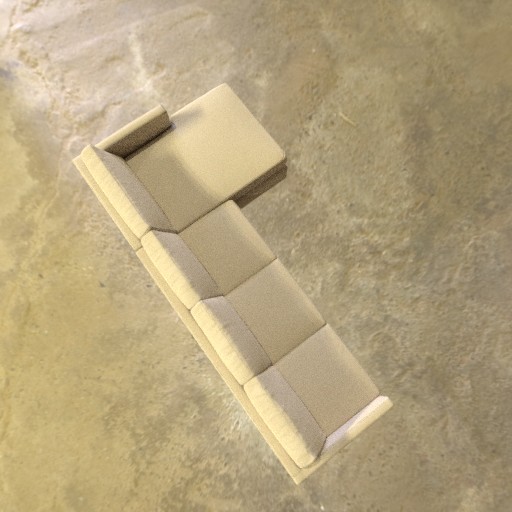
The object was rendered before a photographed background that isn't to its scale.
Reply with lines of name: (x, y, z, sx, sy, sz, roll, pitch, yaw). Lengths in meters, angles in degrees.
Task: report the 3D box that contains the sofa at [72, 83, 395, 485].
sofa: (0.000, 0.000, 3.835, 1.622, 0.871, 3.206, -36, 78, -9)
